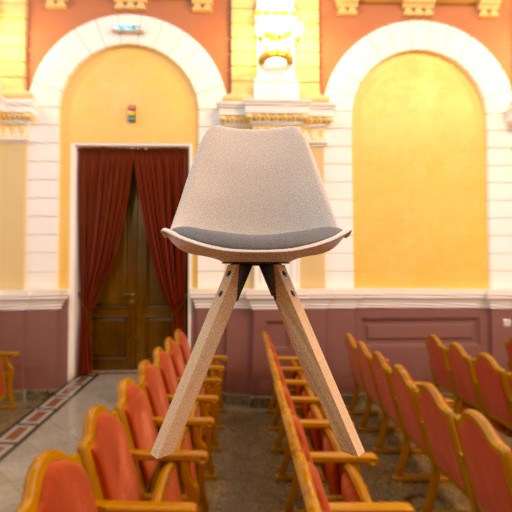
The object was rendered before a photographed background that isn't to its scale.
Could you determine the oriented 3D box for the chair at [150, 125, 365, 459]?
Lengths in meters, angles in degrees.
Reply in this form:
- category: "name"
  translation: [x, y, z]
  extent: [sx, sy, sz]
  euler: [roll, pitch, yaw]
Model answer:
- category: "chair"
  translation: [0.000, 0.000, 1.184]
  extent: [0.485, 0.850, 0.550]
  euler: [0, -1, -1]
